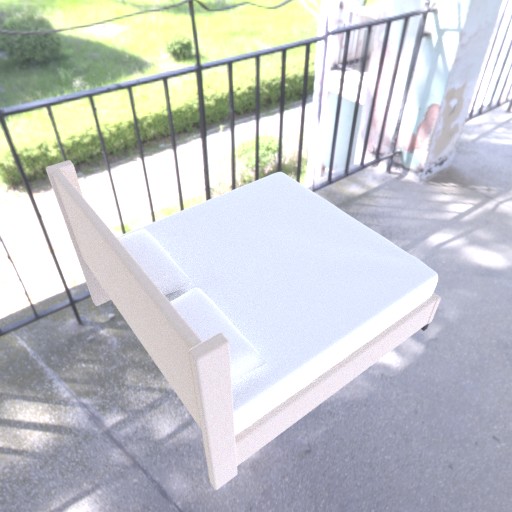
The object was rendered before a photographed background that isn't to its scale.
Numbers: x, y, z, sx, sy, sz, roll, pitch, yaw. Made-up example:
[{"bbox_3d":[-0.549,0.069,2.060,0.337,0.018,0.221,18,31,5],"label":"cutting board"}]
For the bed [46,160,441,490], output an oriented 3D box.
[{"bbox_3d":[0.000,0.000,3.630,2.293,1.471,2.145,-27,48,-27],"label":"bed"}]
